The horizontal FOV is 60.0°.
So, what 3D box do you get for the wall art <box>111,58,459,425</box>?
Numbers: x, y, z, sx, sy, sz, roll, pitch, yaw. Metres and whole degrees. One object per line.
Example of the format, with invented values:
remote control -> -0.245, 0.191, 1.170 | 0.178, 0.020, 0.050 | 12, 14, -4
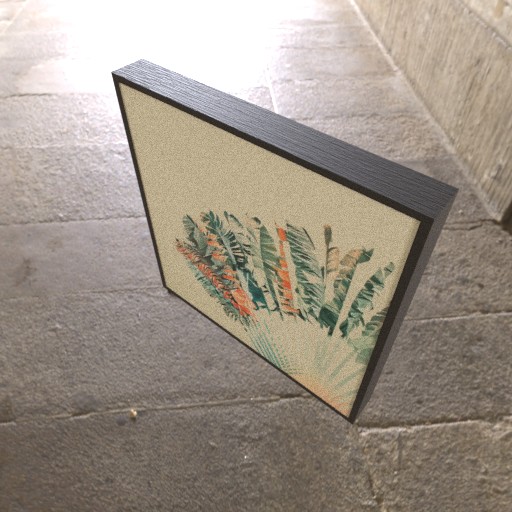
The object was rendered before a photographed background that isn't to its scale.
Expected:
wall art -> 0.000, 0.000, 0.445 | 0.302, 0.300, 0.036 | 31, 54, 26
